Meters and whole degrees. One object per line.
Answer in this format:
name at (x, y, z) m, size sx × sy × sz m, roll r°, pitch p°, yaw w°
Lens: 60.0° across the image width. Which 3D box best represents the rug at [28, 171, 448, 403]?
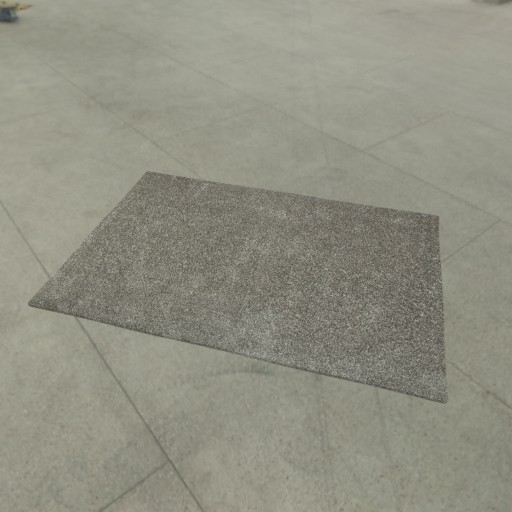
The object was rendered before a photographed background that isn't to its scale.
rug at (0.000, 0.000, 3.366) m, size 2.699 × 0.026 × 1.802 m, roll 11°, pitch 42°, yaw 12°
